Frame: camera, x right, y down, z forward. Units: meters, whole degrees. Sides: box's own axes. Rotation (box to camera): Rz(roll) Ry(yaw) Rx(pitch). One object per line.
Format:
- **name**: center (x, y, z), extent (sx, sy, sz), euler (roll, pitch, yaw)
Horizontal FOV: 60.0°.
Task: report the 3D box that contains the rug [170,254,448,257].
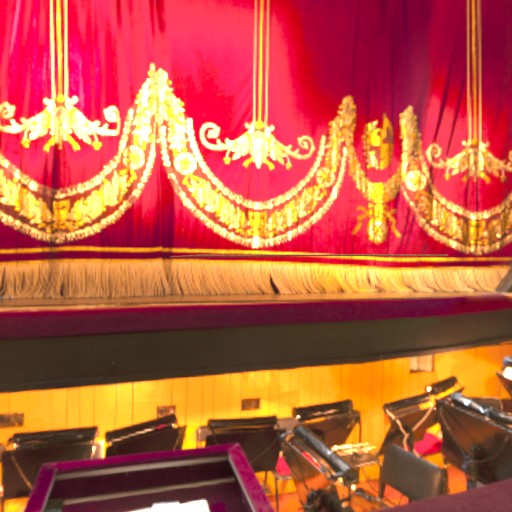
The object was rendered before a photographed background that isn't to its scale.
- **rug**: center (0.000, 0.000, 2.670), extent (0.741, 0.014, 2.390), euler (0, 0, -18)
